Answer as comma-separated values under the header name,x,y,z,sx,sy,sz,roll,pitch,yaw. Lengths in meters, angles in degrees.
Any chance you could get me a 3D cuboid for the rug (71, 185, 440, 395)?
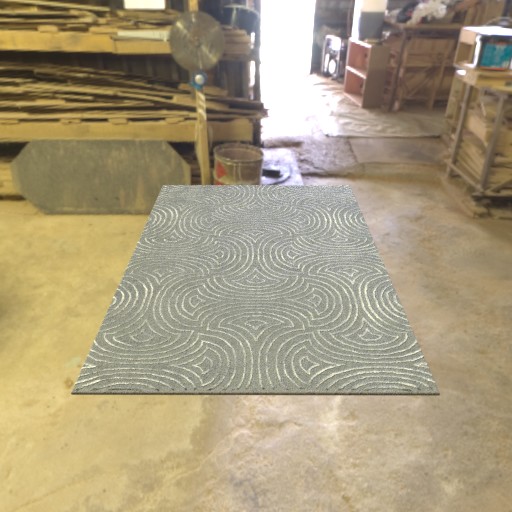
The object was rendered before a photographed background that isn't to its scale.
name,x,y,z,sx,sy,sz,roll,pitch,yaw
rug,0.000,0.000,2.753,1.543,0.015,2.144,0,33,0
